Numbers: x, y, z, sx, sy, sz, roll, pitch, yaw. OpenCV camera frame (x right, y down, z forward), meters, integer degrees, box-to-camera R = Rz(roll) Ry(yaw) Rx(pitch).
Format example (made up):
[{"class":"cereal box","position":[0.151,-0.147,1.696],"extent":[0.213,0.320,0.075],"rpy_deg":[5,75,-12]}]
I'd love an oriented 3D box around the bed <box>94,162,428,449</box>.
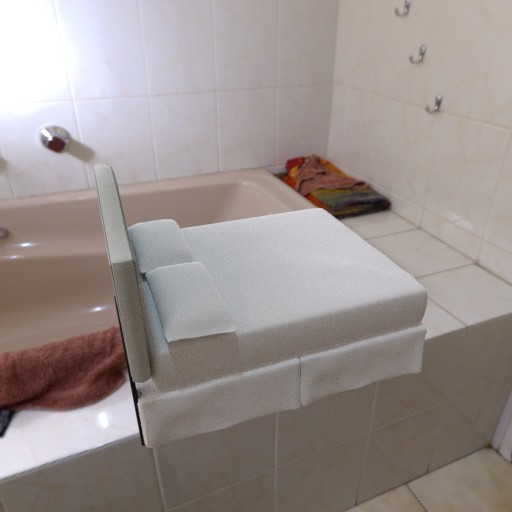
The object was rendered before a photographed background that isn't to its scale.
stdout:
[{"class":"bed","position":[0.000,0.000,3.486],"extent":[2.180,1.607,1.813],"rpy_deg":[-10,31,-18]}]
